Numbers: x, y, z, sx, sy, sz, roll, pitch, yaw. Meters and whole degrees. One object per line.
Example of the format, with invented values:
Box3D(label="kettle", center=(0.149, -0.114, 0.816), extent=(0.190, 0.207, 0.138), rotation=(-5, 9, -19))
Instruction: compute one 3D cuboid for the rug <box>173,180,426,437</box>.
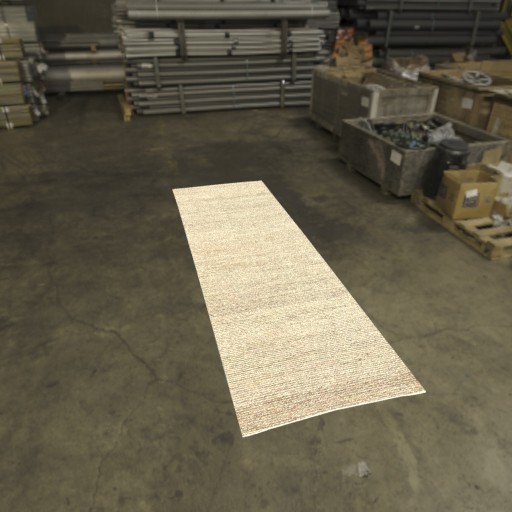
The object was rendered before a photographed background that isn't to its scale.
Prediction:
Box3D(label="rug", center=(0.000, 0.000, 2.628), extent=(0.741, 0.014, 2.390), rotation=(-8, 31, -13))
